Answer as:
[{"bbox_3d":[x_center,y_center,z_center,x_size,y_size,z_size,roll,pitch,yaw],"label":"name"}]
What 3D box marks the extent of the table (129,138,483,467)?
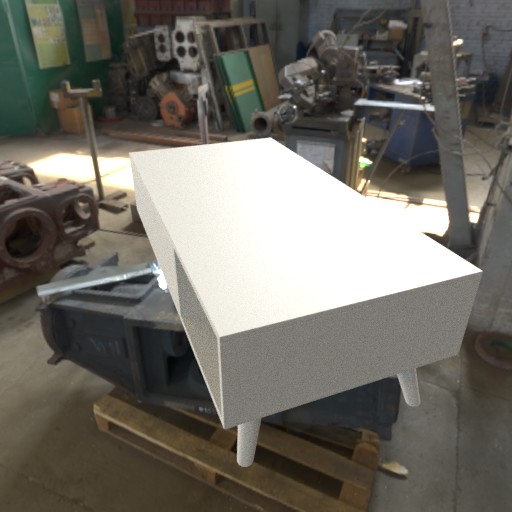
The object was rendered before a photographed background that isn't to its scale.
[{"bbox_3d":[0.000,0.000,1.471,0.609,0.432,1.194,-11,32,-19],"label":"table"}]
